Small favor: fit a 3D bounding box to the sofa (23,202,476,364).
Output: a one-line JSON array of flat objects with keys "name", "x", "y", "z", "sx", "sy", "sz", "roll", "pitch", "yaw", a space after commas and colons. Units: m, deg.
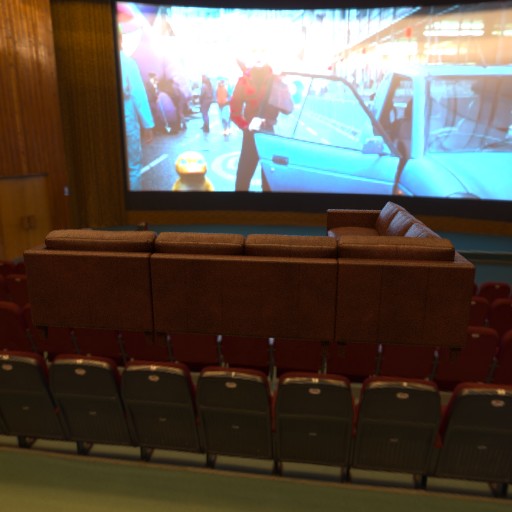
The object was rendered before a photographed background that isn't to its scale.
[{"name": "sofa", "x": 0.000, "y": 0.000, "z": 4.447, "sx": 3.324, "sy": 0.891, "sz": 2.452, "roll": 2, "pitch": 15, "yaw": 7}]
